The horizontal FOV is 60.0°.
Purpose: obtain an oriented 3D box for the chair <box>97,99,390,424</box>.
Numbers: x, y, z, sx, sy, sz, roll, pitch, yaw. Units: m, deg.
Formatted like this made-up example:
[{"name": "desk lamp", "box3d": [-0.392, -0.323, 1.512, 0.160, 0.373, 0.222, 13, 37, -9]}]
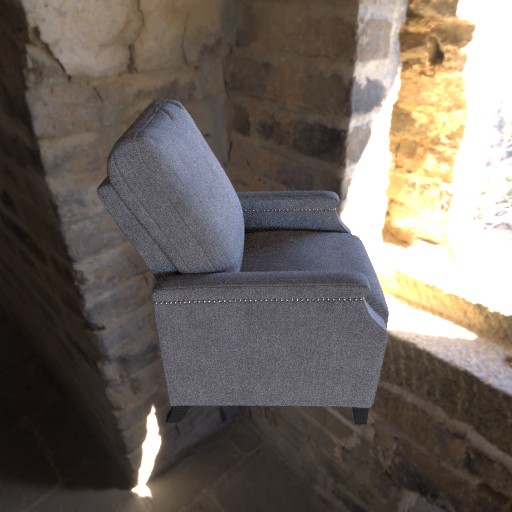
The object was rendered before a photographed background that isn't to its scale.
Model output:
[{"name": "chair", "box3d": [0.000, 0.000, 1.668, 0.922, 1.049, 0.710, 0, 32, 0]}]
